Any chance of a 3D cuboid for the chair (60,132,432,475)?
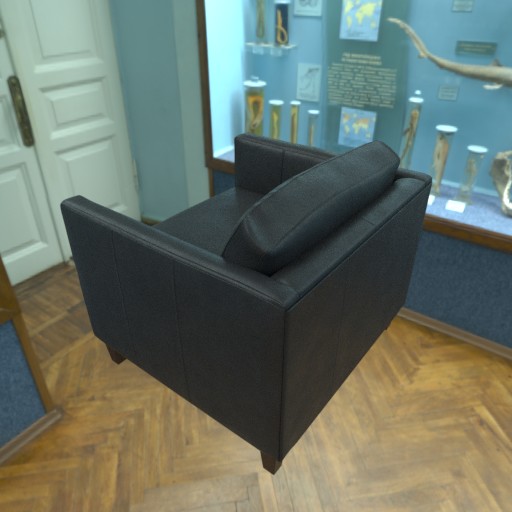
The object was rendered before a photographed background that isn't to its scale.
[{"bbox_3d":[0.000,0.000,1.591,0.862,0.811,0.939,22,38,31],"label":"chair"}]
